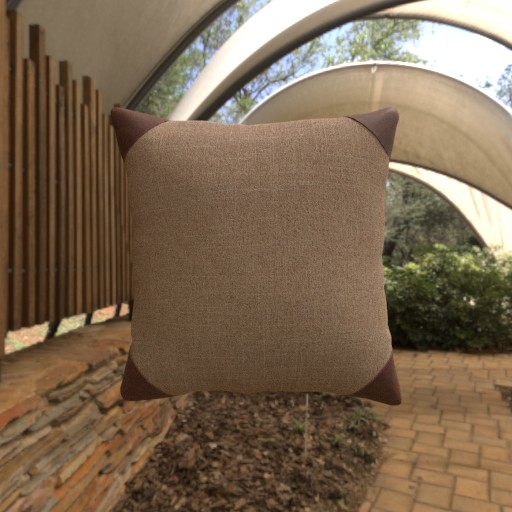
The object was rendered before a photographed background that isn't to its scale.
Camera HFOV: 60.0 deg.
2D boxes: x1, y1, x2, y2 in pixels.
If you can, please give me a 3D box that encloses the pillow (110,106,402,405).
[{"bbox_3d":[0.000,0.000,0.662,0.437,0.448,0.147,0,0,-1],"label":"pillow"}]
